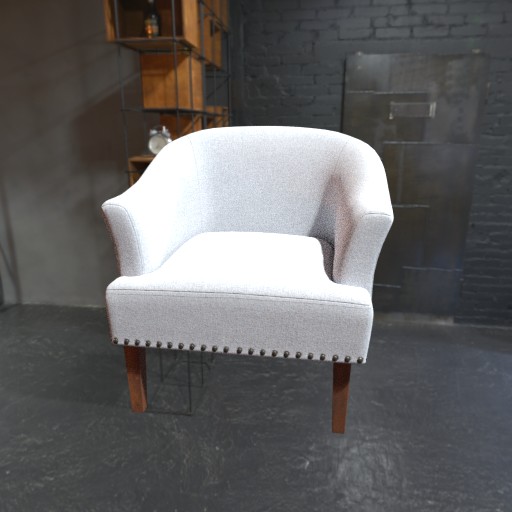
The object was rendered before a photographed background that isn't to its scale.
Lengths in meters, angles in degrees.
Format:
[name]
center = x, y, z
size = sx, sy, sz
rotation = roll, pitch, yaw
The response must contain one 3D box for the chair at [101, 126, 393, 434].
[chair]
center = 0.000, 0.000, 1.443
size = 0.798, 0.815, 0.704
rotation = 3, 16, 9
